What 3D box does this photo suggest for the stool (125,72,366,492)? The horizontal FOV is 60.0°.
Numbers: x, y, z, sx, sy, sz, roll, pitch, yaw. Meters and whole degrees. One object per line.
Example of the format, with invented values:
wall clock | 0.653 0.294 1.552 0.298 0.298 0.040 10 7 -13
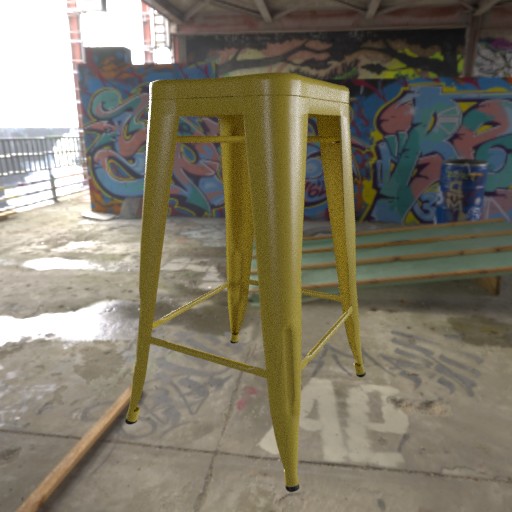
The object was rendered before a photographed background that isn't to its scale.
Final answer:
stool | 0.000 0.000 0.839 0.359 0.609 0.399 9 18 27
